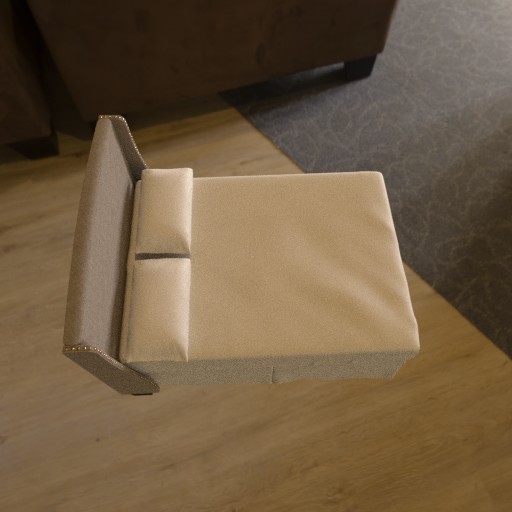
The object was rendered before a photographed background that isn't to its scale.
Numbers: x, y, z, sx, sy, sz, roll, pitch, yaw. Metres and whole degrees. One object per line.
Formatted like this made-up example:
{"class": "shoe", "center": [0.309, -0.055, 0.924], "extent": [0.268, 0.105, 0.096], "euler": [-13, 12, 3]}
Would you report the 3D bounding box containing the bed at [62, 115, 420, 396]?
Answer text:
{"class": "bed", "center": [0.000, 0.000, 3.333], "extent": [2.237, 1.407, 1.710], "euler": [-2, 63, -1]}
